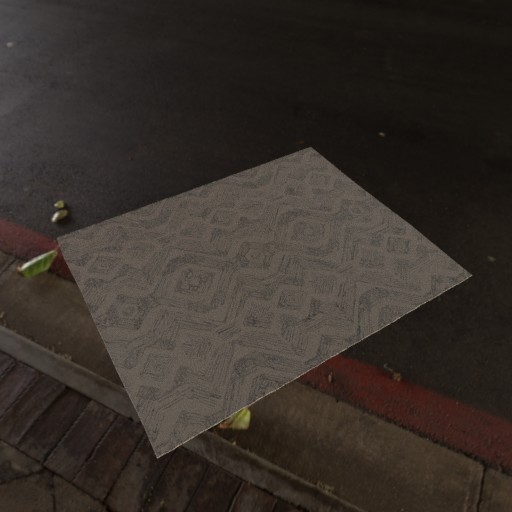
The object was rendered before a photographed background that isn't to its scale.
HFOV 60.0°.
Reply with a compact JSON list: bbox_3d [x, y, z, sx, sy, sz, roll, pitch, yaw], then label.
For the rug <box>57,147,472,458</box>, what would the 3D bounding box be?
[{"bbox_3d":[0.000,0.000,4.121,3.054,0.030,2.430,-24,51,-21],"label":"rug"}]
